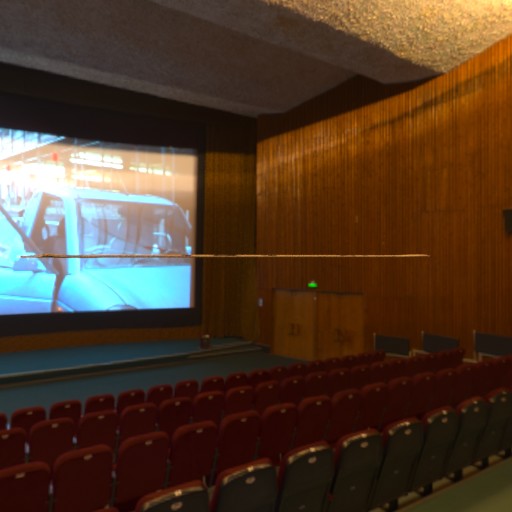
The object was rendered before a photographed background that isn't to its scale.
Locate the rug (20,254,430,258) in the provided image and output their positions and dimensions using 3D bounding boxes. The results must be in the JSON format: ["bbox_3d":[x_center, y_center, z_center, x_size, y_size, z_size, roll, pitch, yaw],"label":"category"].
[{"bbox_3d":[0.000,0.000,2.511,2.301,0.017,0.692,0,0,-35],"label":"rug"}]
